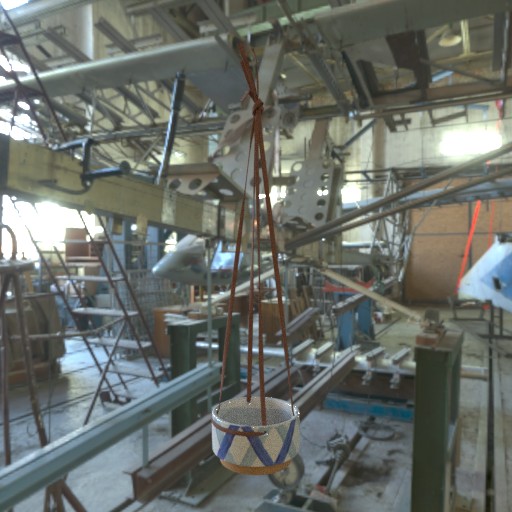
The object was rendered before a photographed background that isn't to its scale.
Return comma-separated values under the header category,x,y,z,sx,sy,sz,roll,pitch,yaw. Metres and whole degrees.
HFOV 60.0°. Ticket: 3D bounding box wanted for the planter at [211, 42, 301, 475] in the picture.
category,x,y,z,sx,sy,sz,roll,pitch,yaw
planter,0.000,0.000,0.826,0.166,0.751,0.166,0,0,-17
